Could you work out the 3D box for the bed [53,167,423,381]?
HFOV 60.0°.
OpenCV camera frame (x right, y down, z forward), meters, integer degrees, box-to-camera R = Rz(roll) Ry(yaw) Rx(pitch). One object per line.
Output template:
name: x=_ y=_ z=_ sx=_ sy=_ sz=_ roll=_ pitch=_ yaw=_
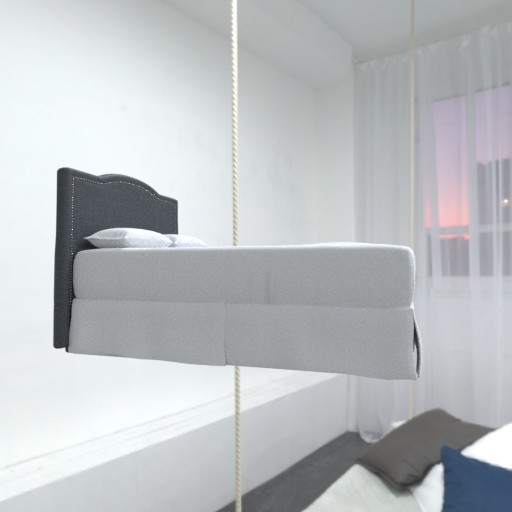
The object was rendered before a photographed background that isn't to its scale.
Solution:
bed: x=0.000 y=0.000 z=3.618 sx=2.507 sy=1.441 sz=1.747 roll=0 pitch=-1 yaw=18
